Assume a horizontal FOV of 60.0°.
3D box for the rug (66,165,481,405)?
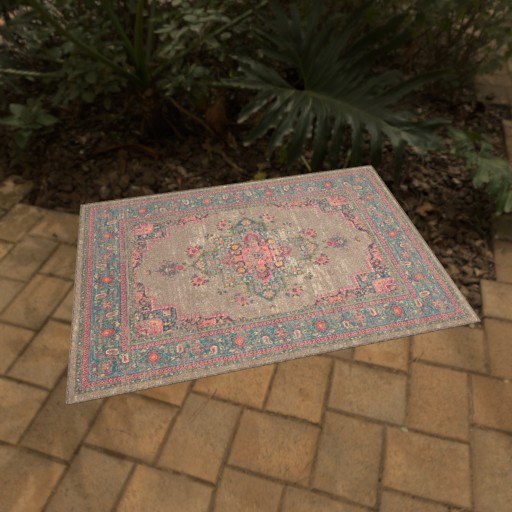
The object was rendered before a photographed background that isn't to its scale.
[{"bbox_3d":[0.000,0.000,3.664,2.890,0.013,2.005,-9,47,-9],"label":"rug"}]
